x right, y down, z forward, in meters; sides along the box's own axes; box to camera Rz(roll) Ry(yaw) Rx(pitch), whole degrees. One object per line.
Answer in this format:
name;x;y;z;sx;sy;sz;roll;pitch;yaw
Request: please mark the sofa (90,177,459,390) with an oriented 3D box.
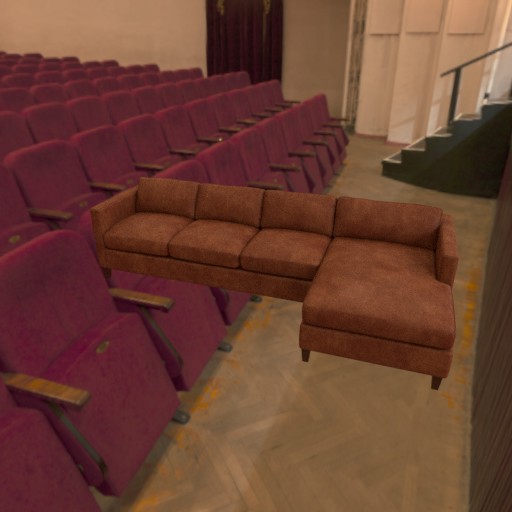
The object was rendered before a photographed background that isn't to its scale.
sofa;0.000;0.000;3.909;3.203;0.883;1.581;8;27;17
